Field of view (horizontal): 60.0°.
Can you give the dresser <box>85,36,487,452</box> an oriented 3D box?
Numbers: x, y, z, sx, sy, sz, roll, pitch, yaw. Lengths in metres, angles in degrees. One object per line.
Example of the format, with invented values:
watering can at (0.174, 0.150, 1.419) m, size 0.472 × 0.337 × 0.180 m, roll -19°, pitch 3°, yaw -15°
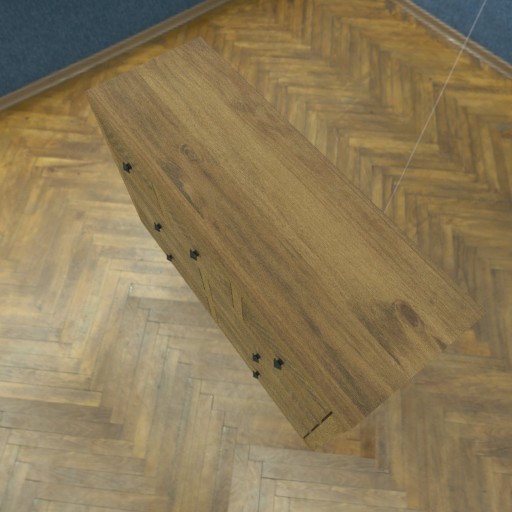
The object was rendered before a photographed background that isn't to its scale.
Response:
dresser at (0.000, 0.000, 1.607) m, size 0.479 × 0.825 × 1.261 m, roll -34°, pitch 68°, yaw -16°
